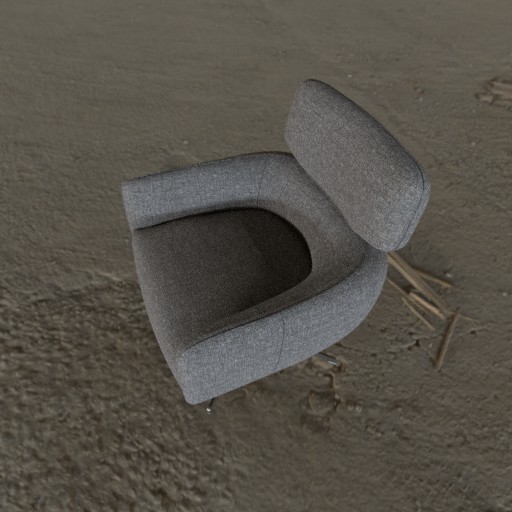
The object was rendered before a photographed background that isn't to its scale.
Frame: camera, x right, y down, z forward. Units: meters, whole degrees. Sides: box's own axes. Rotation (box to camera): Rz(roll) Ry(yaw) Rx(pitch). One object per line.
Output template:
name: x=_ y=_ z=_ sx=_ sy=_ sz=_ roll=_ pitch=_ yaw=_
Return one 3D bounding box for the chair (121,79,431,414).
chair: x=0.000 y=0.000 z=1.361 sx=0.715 sy=0.812 sz=0.706 roll=-17 pitch=49 yaw=-15
